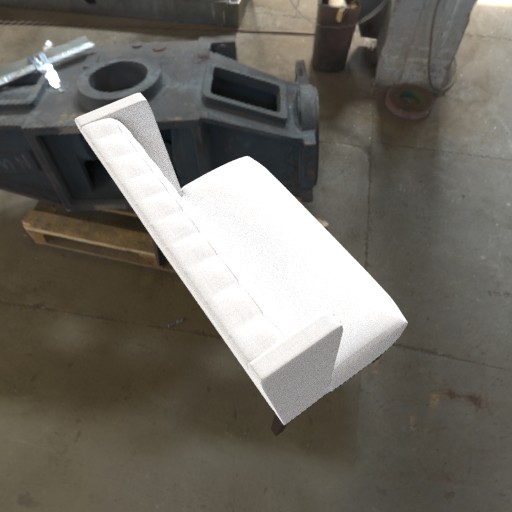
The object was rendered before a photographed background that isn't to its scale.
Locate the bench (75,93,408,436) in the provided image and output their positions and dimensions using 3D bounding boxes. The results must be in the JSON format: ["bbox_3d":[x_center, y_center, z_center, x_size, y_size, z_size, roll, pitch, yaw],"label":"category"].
[{"bbox_3d":[0.000,0.000,2.029,0.847,1.123,1.280,-30,62,-18],"label":"bench"}]
